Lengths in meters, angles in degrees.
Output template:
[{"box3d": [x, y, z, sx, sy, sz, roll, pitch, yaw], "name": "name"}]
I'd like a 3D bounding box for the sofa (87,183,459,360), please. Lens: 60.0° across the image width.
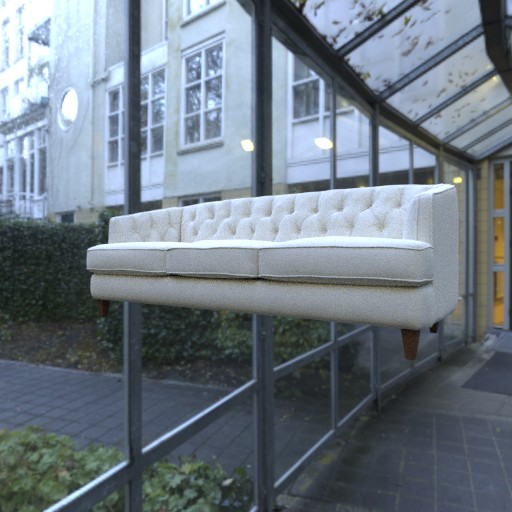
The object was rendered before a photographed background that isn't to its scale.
[{"box3d": [0.000, 0.000, 2.755, 2.278, 0.855, 0.941, 0, 0, 36], "name": "sofa"}]
